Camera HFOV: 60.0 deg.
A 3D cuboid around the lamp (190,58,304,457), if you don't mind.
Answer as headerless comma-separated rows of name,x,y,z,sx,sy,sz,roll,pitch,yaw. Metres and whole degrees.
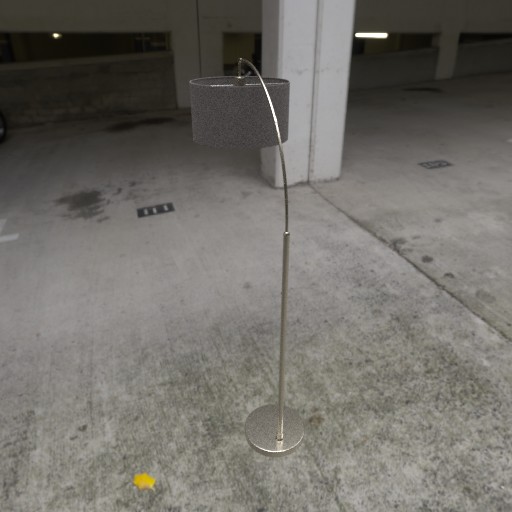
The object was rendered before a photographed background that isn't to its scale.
lamp,0.000,0.000,2.156,0.452,1.735,0.934,-8,28,-16
